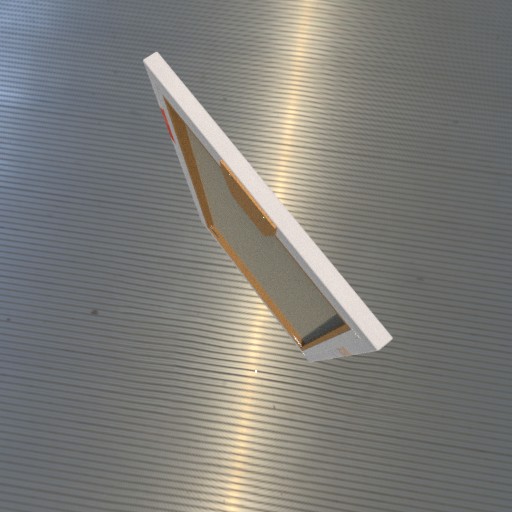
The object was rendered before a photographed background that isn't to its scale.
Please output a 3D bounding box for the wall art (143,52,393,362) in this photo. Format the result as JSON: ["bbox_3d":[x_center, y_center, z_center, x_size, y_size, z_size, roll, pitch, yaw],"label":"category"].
[{"bbox_3d":[0.000,0.000,1.109,0.036,0.848,0.613,-36,78,-9],"label":"wall art"}]
